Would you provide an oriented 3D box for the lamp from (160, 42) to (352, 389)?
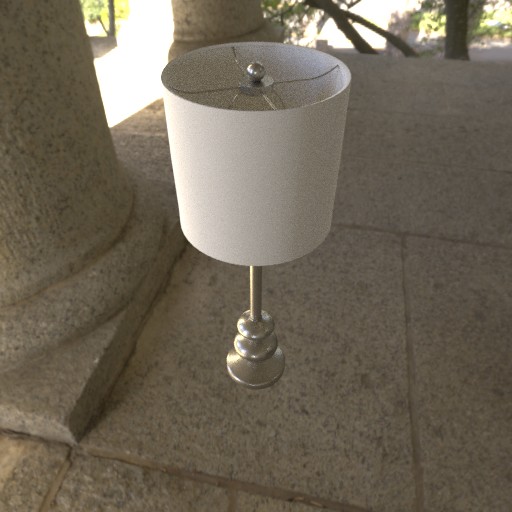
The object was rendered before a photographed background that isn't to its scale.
[{"bbox_3d":[0.000,0.000,0.816,0.254,0.690,0.254,-12,43,-13],"label":"lamp"}]
